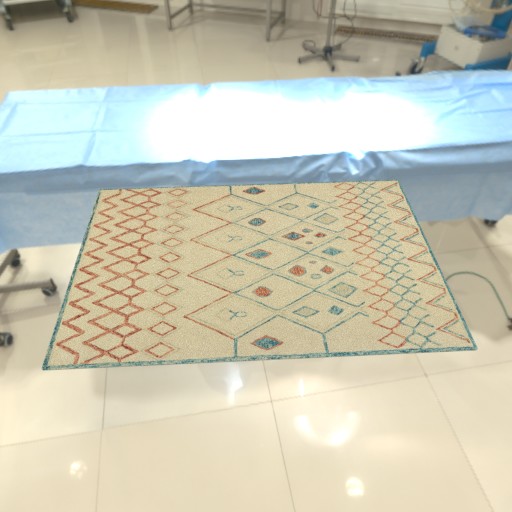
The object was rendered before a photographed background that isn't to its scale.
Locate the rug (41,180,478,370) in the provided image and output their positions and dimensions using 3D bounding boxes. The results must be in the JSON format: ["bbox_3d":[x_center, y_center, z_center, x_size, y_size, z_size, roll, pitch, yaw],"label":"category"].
[{"bbox_3d":[0.000,0.000,2.279,1.829,0.016,1.219,-2,45,-2],"label":"rug"}]
